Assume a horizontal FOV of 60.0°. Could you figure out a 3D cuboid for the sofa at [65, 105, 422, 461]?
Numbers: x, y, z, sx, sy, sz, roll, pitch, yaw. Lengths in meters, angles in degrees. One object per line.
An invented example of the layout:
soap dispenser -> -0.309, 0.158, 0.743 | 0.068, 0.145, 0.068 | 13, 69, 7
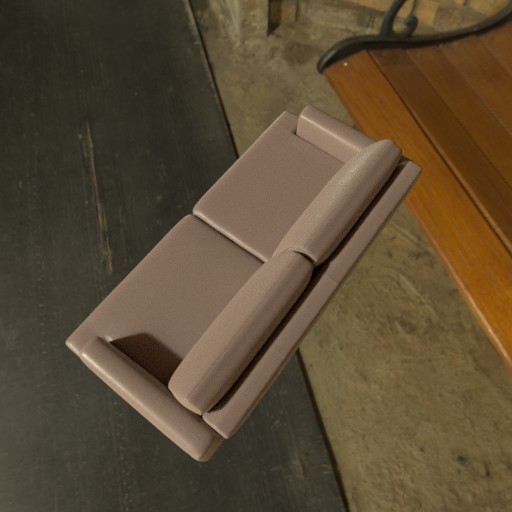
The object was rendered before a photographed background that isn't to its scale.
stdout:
sofa -> 0.000, 0.000, 2.409 | 0.974, 0.765, 1.940 | 34, 69, 15
